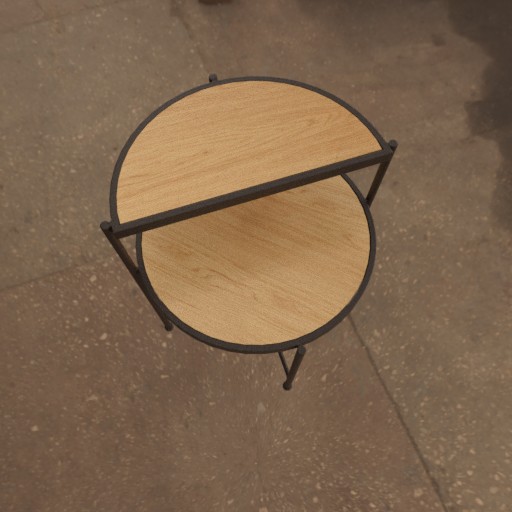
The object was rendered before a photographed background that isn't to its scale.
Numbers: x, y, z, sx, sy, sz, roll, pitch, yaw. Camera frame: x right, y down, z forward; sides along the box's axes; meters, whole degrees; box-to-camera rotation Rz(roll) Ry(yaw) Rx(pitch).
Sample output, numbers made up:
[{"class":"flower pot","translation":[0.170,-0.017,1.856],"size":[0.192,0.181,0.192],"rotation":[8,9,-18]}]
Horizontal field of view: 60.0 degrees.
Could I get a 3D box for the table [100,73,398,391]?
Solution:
[{"class":"table","translation":[0.000,0.000,1.181],"size":[0.629,0.684,0.628],"rotation":[-17,66,-8]}]
